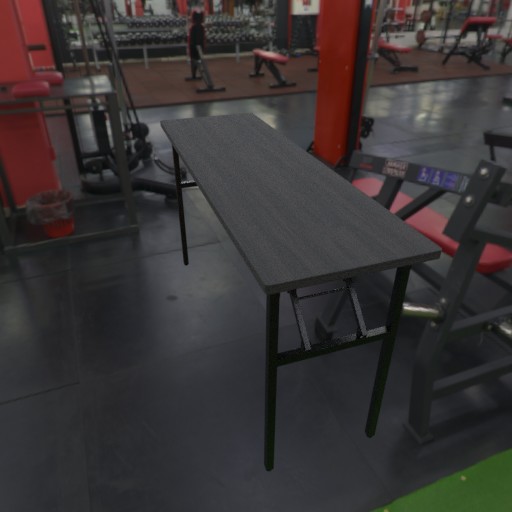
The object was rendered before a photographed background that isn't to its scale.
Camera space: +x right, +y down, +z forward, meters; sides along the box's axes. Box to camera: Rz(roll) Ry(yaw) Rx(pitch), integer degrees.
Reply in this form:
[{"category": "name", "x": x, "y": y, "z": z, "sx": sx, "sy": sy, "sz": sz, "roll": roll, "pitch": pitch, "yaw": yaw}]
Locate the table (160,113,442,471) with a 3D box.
[{"category": "table", "x": 0.000, "y": 0.000, "z": 1.741, "sx": 0.449, "sy": 0.750, "sz": 1.399, "roll": -10, "pitch": 33, "yaw": -16}]
